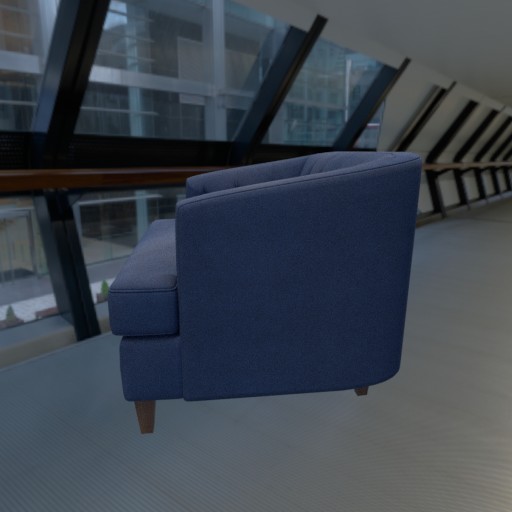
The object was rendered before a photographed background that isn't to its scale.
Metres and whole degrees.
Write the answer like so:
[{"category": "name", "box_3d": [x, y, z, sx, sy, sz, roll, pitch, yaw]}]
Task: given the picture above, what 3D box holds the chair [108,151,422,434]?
[{"category": "chair", "box_3d": [0.000, 0.000, 1.721, 0.914, 0.787, 1.118, -2, 13, -7]}]
